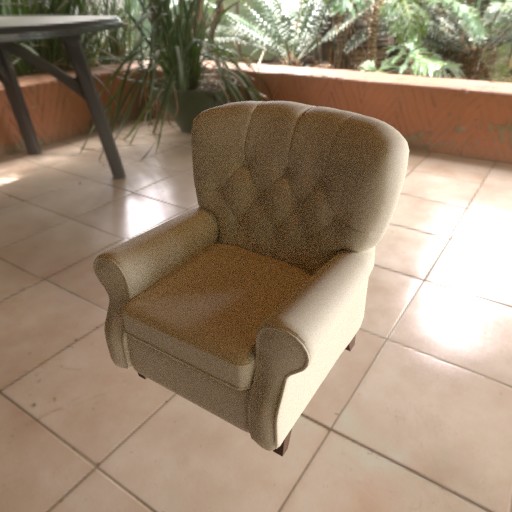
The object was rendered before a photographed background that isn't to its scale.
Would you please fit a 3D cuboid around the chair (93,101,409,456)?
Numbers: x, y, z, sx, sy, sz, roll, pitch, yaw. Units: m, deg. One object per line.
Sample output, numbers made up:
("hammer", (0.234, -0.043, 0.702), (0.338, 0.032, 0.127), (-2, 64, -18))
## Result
("chair", (0.000, 0.000, 1.989), (1.035, 1.169, 1.132), (18, 35, 28))
